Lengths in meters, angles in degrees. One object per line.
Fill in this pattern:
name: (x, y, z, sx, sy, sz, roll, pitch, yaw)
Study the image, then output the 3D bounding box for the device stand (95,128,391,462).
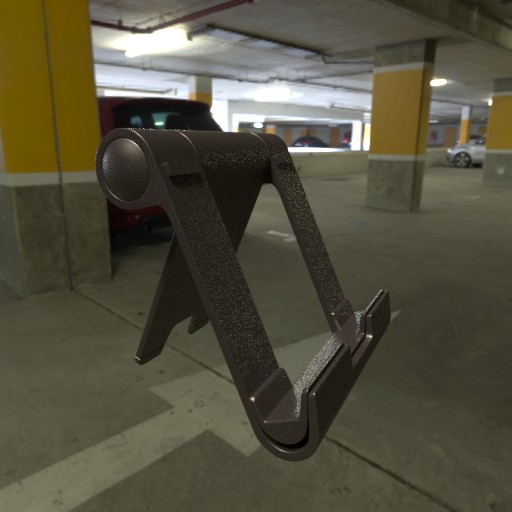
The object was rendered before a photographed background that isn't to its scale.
device stand: (0.000, 0.000, 0.154, 0.079, 0.084, 0.088, 7, 16, 27)
